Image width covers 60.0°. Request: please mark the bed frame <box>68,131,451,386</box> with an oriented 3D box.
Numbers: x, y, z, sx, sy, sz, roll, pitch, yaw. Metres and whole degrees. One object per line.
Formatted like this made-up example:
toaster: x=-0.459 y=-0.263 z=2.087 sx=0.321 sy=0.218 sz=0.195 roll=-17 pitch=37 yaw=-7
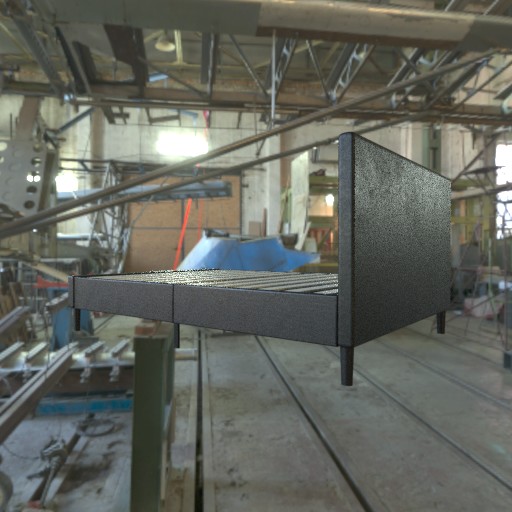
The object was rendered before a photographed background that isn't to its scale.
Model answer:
bed frame: x=0.000 y=0.000 z=3.277 sx=2.318 sy=1.127 sz=1.634 roll=1 pitch=1 yaw=37
